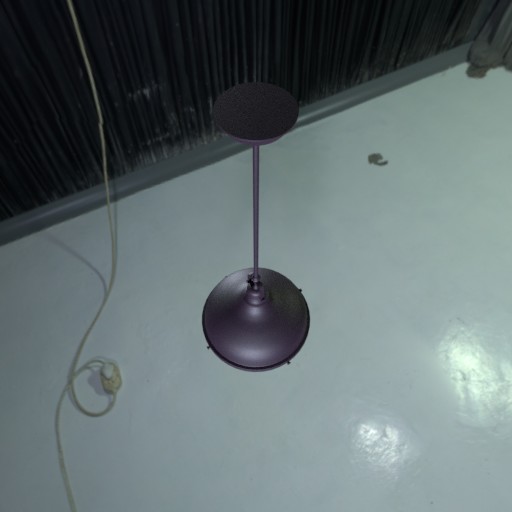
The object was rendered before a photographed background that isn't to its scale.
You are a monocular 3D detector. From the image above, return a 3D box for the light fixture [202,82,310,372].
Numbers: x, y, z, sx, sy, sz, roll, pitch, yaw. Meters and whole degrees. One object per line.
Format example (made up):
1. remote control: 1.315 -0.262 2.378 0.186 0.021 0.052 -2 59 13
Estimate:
1. light fixture: 0.000 0.000 1.035 0.341 0.849 0.341 -30 63 -17
